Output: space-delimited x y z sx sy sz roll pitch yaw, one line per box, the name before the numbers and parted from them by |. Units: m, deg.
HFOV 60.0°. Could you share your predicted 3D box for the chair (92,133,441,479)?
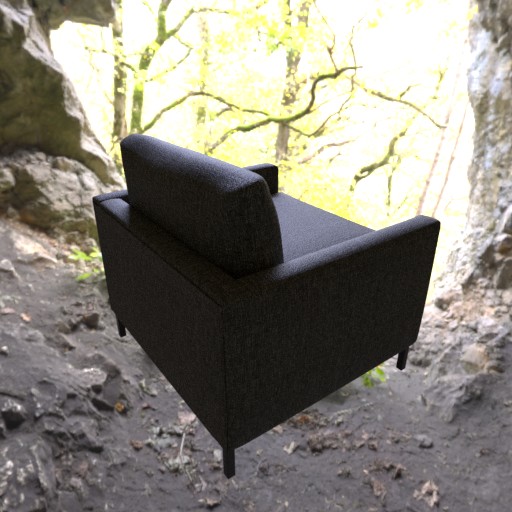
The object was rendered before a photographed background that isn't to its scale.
chair | 0.000 0.000 1.641 0.866 0.861 0.963 -18 31 -32
